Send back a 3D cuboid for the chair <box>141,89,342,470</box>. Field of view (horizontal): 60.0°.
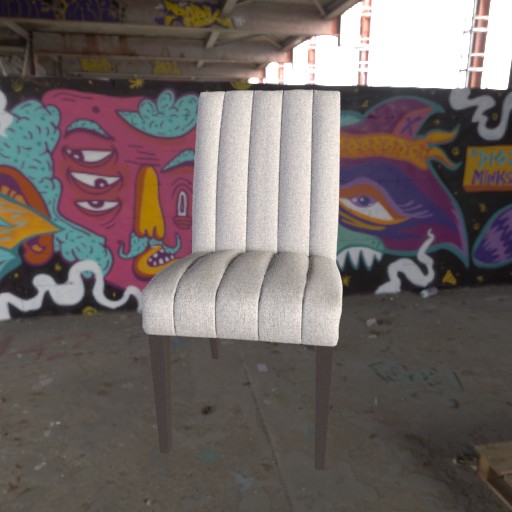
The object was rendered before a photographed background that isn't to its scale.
[{"bbox_3d":[0.000,0.000,1.355,0.511,1.016,0.647,2,14,8],"label":"chair"}]
